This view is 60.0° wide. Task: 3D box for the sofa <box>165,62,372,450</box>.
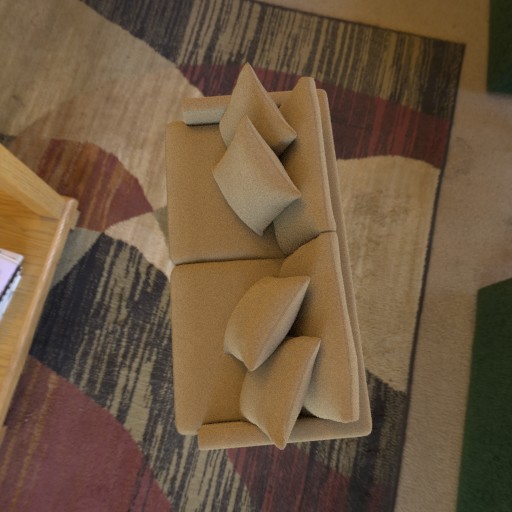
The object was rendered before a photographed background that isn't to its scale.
[{"bbox_3d":[0.000,0.000,3.025,1.228,1.084,2.380,-5,76,-1],"label":"sofa"}]
